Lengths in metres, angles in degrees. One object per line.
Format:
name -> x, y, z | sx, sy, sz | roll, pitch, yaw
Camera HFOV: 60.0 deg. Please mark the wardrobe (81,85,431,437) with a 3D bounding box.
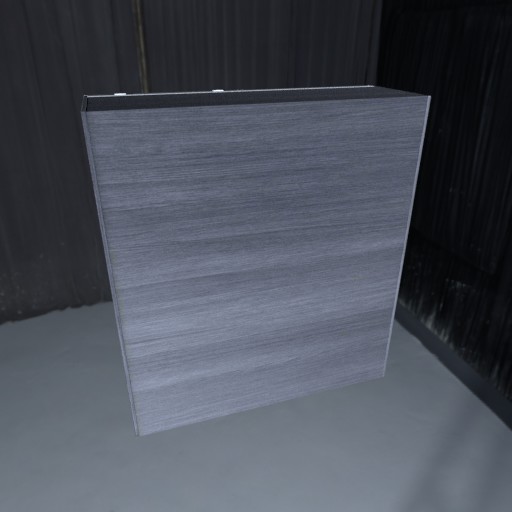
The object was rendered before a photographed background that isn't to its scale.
wardrobe -> 0.000, 0.000, 2.844 | 1.780, 1.960, 0.629 | -8, 28, -16
